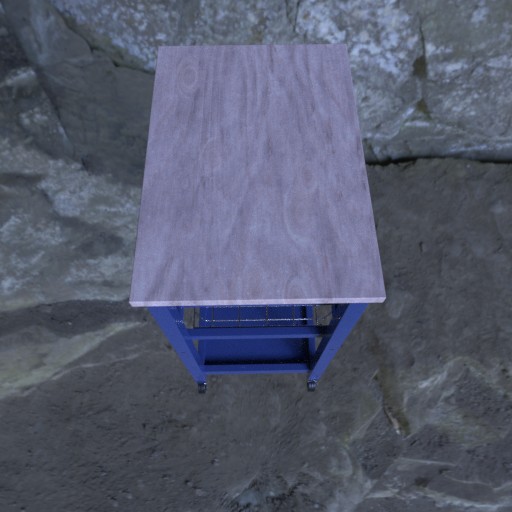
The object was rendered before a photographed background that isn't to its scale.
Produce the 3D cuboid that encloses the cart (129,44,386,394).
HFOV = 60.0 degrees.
[{"bbox_3d":[0.000,0.000,1.185,0.403,0.839,0.584,-1,64,0],"label":"cart"}]
